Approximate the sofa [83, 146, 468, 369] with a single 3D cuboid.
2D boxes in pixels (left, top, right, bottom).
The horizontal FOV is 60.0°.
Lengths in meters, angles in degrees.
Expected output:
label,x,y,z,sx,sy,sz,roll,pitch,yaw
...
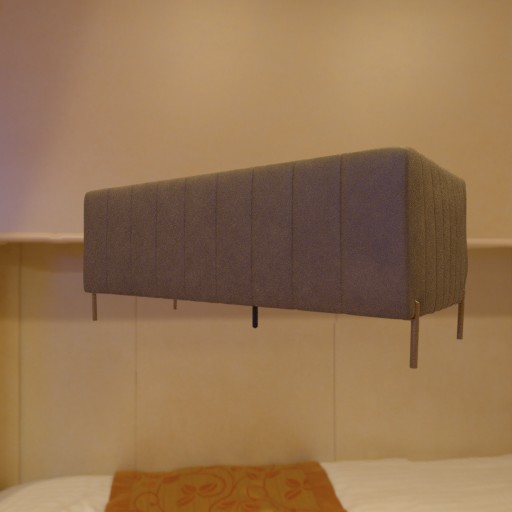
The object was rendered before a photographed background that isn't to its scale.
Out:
label,x,y,z,sx,sy,sz,roll,pitch,yaw
sofa,0.000,0.000,2.392,1.980,0.779,0.876,0,0,36
